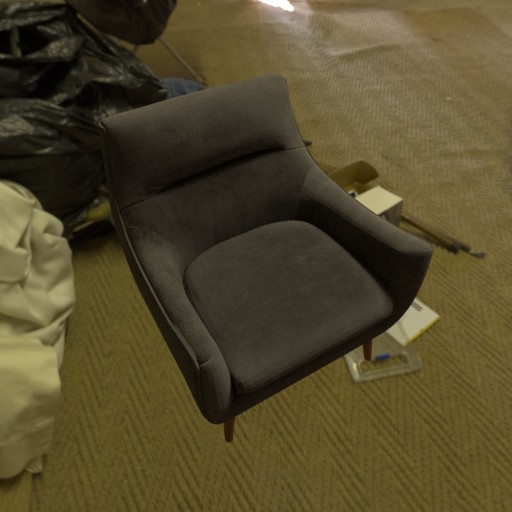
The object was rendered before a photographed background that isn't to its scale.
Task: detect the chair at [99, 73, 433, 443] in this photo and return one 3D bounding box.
[{"bbox_3d":[0.000,0.000,1.453,0.762,0.838,0.787,-23,50,-21],"label":"chair"}]
